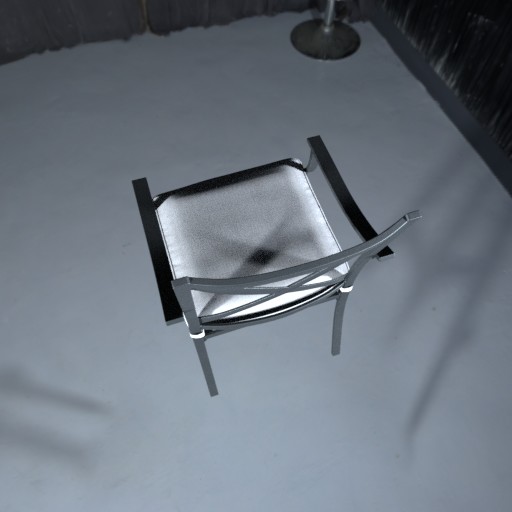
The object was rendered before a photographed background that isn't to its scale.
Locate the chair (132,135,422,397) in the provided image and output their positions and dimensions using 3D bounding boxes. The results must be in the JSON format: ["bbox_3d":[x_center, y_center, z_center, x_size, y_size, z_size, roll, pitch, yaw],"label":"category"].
[{"bbox_3d":[0.000,0.000,1.319,0.575,0.889,0.620,-16,59,-10],"label":"chair"}]
